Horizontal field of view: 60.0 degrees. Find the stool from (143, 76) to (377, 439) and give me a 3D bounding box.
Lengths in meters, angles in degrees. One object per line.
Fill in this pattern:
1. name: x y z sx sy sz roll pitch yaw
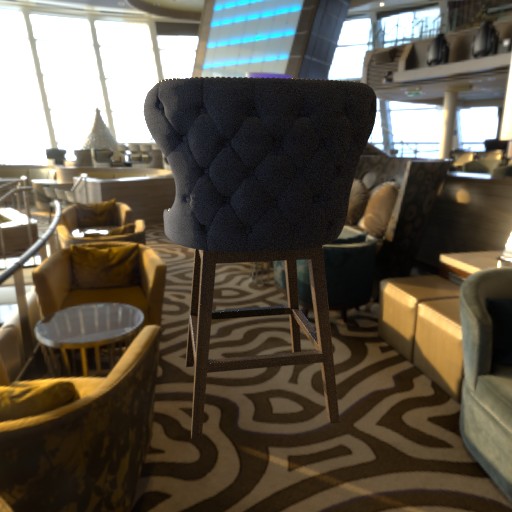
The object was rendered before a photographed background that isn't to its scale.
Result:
1. stool: 0.000 0.000 1.377 0.615 0.972 0.597 -3 14 -10
